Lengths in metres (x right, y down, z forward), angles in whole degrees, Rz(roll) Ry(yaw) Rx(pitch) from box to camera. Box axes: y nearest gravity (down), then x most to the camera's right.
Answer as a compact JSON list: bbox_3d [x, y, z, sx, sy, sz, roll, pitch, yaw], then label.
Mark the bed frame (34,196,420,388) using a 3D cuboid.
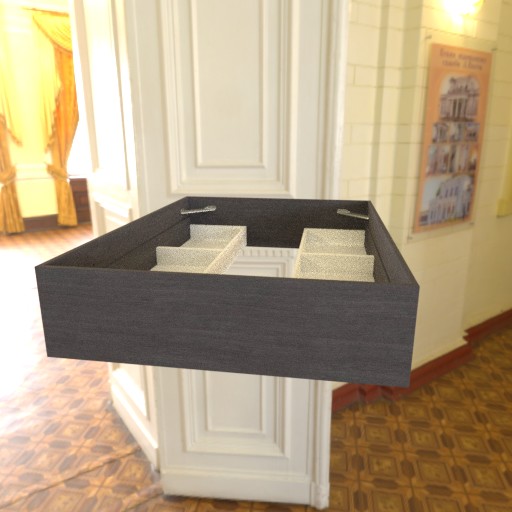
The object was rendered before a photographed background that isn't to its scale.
[{"bbox_3d":[0.000,0.000,2.604,1.448,0.459,1.944,3,16,9],"label":"bed frame"}]
